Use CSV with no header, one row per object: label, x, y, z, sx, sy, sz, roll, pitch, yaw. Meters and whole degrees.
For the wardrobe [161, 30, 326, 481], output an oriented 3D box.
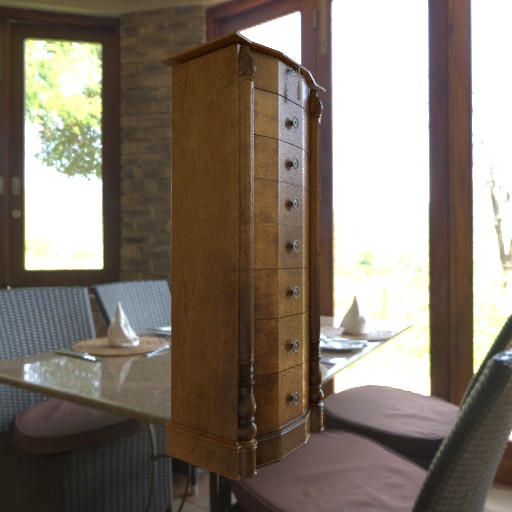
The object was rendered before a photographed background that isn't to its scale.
wardrobe,0.000,0.000,1.154,0.273,0.959,0.406,0,-1,36
